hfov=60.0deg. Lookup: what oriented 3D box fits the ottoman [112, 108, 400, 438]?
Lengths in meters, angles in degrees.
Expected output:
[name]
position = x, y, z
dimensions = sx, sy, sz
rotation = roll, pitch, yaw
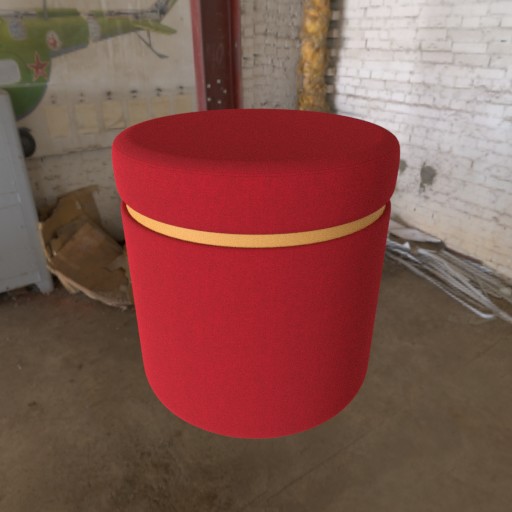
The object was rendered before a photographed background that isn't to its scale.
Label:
[ottoman]
position = 0.000, 0.000, 0.719
dimensions = 0.400, 0.406, 0.400
rotation = 0, 27, 0
